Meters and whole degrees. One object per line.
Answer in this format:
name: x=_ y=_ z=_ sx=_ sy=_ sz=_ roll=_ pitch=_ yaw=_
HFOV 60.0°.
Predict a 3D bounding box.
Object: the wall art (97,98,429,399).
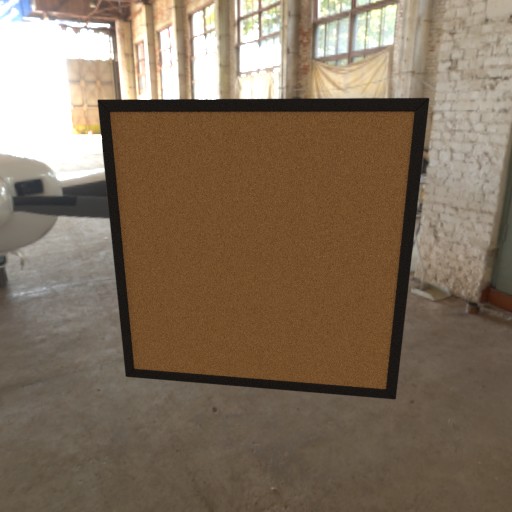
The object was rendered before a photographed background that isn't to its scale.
wall art: x=0.000 y=0.000 z=1.142 sx=0.763 sy=0.763 sz=0.037 roll=2 pitch=18 yaw=8
